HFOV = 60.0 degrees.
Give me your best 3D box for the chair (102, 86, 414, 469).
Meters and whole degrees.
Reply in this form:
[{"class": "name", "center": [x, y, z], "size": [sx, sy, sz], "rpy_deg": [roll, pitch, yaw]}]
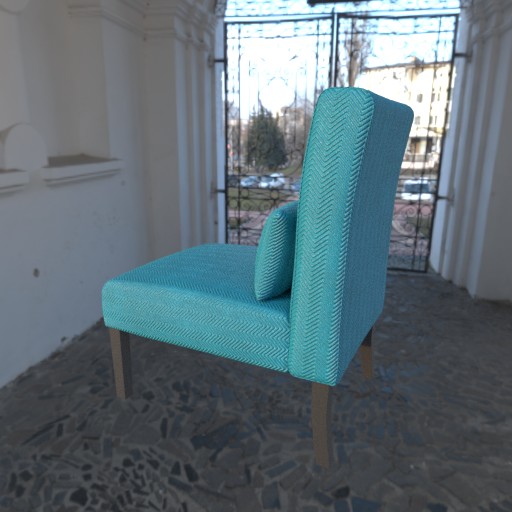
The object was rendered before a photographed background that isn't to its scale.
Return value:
[{"class": "chair", "center": [0.000, 0.000, 1.398], "size": [0.808, 0.927, 0.579], "rpy_deg": [8, 17, 26]}]
